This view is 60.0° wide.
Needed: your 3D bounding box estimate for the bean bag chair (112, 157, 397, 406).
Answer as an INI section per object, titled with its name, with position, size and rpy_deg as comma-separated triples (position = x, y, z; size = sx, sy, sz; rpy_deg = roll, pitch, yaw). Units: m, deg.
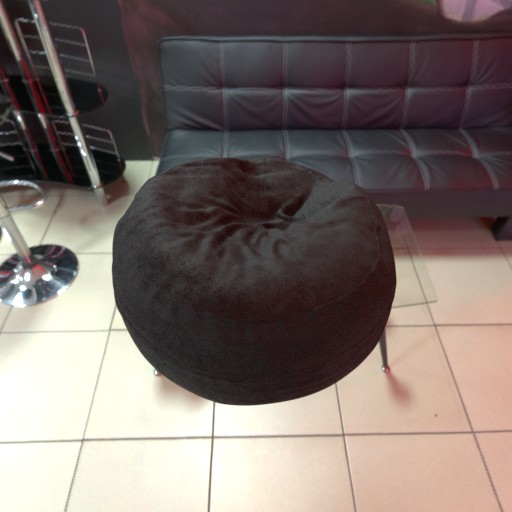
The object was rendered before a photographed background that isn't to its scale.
[bean bag chair]
position = 0.000, 0.000, 2.434
size = 1.525, 0.751, 1.525
rpy_deg = 0, 46, 0
